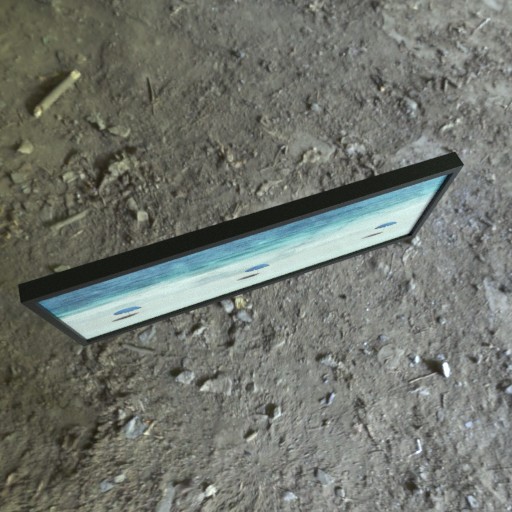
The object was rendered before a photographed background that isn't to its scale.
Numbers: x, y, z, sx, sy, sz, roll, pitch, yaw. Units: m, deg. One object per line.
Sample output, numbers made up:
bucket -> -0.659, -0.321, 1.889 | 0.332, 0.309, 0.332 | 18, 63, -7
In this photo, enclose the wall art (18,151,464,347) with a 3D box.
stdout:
wall art -> 0.000, 0.000, 0.958 | 0.860, 0.303, 0.037 | -18, 66, -8
